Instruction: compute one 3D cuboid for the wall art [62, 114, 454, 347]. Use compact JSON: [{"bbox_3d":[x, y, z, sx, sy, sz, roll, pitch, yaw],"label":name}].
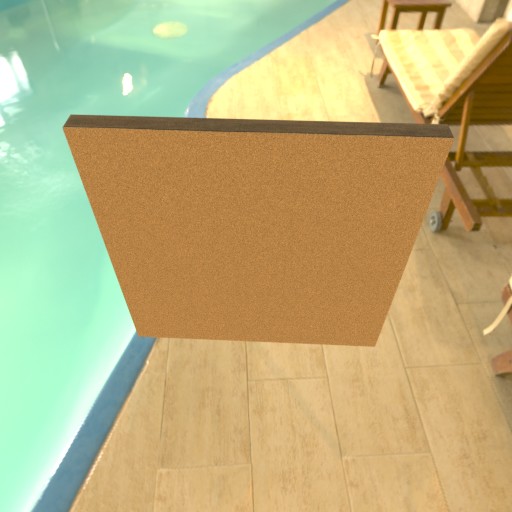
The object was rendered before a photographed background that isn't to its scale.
[{"bbox_3d":[0.000,0.000,1.137,0.749,0.751,0.050,2,48,2],"label":"wall art"}]
